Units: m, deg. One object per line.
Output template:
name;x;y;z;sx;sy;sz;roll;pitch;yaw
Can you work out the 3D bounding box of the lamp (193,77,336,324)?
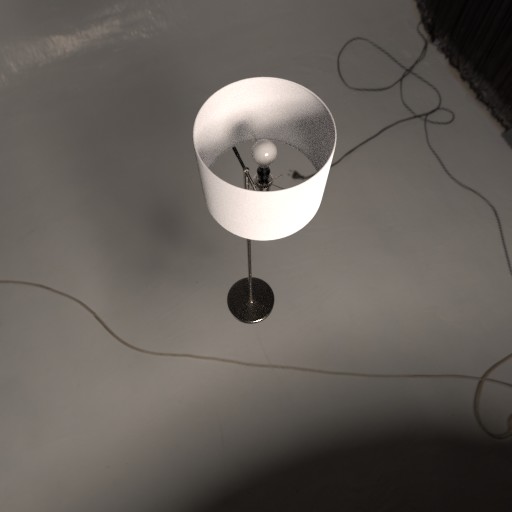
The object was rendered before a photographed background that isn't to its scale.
lamp;0.000;0.000;1.744;0.324;1.600;0.416;-22;68;-9
